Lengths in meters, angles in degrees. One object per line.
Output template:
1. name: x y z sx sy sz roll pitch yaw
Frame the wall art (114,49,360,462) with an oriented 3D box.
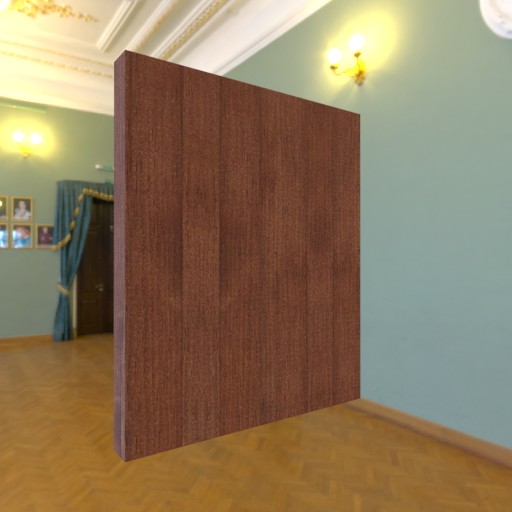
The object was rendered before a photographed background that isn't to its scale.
1. wall art: 0.000 0.000 0.608 0.377 0.449 0.039 0 0 -35
